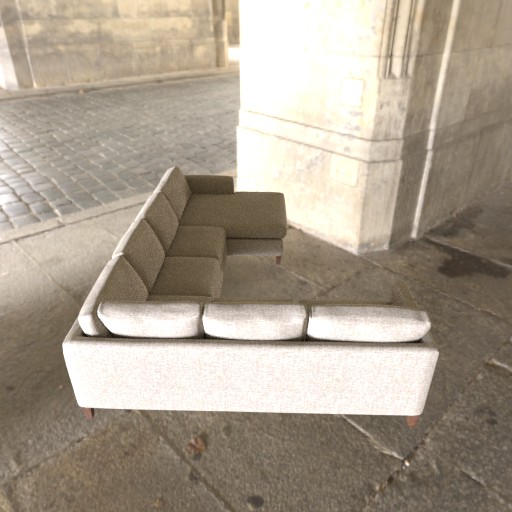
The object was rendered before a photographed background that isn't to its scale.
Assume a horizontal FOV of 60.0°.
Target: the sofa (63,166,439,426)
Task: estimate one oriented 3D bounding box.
[{"bbox_3d":[0.000,0.000,4.575,2.593,0.959,3.460,1,30,1],"label":"sofa"}]
